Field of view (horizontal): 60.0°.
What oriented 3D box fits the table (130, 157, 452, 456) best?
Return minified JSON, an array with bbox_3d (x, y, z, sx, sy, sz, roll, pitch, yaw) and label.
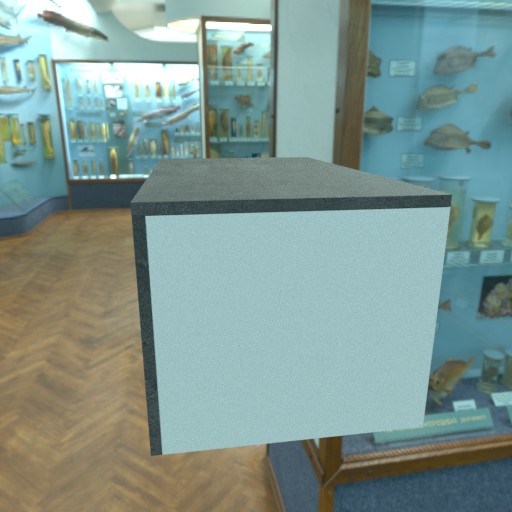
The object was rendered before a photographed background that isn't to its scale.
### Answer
[{"bbox_3d":[0.000,0.000,0.918,0.400,0.350,0.700,-3,17,-8],"label":"table"}]
